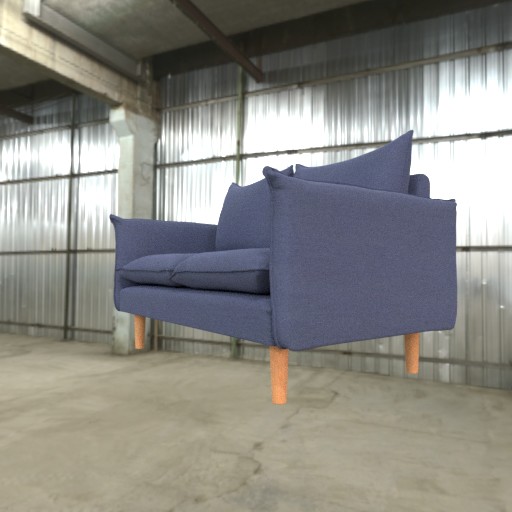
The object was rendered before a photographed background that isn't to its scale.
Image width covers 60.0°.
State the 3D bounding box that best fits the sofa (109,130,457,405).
[{"bbox_3d":[0.000,0.000,1.811,0.820,0.840,1.300,1,-2,-36],"label":"sofa"}]
